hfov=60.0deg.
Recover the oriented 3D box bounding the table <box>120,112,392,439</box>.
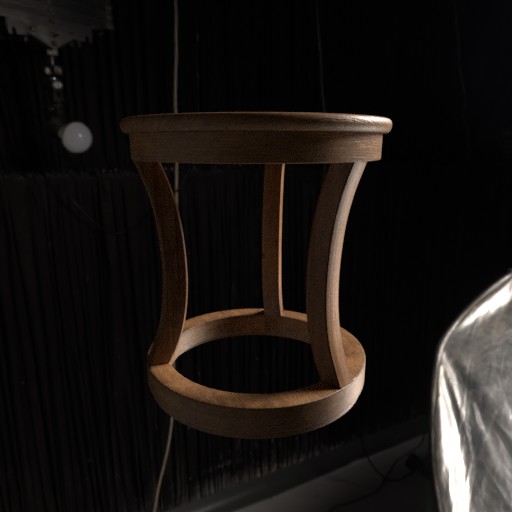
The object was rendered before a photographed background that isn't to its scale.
[{"bbox_3d":[0.000,0.000,0.787,0.432,0.460,0.432,0,14,0],"label":"table"}]
